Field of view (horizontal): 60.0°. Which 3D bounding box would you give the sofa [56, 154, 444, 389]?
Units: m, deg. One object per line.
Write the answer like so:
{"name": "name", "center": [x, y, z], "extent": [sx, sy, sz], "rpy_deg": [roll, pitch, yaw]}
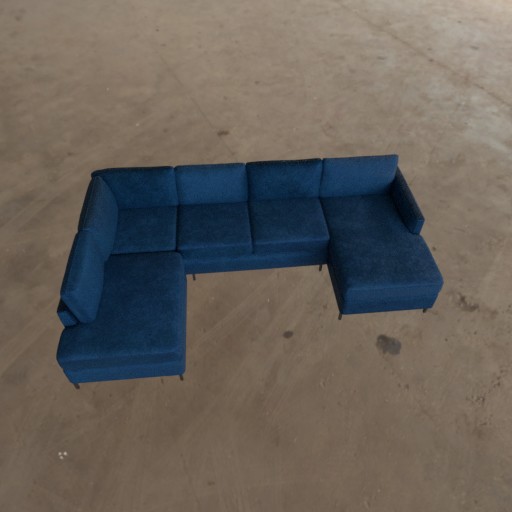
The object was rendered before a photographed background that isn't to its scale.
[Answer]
{"name": "sofa", "center": [0.000, 0.000, 4.344], "extent": [3.434, 0.992, 2.055], "rpy_deg": [-4, 48, -4]}
